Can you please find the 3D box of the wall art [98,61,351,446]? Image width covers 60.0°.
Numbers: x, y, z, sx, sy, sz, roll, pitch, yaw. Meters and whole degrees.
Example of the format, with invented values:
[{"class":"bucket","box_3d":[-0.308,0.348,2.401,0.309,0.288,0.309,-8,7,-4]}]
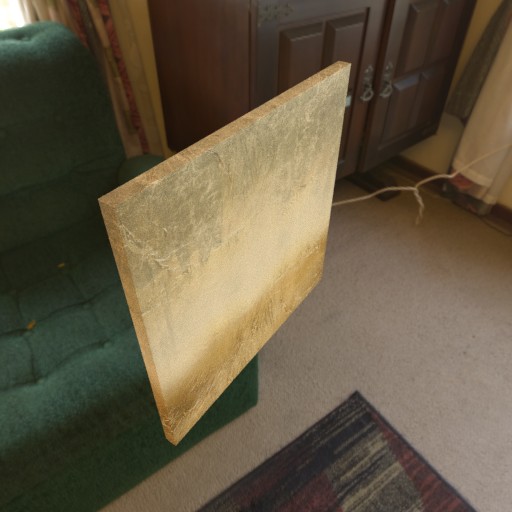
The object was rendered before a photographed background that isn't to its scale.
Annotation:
[{"class":"wall art","box_3d":[0.000,0.000,1.637,0.051,1.091,1.092,26,48,26]}]
